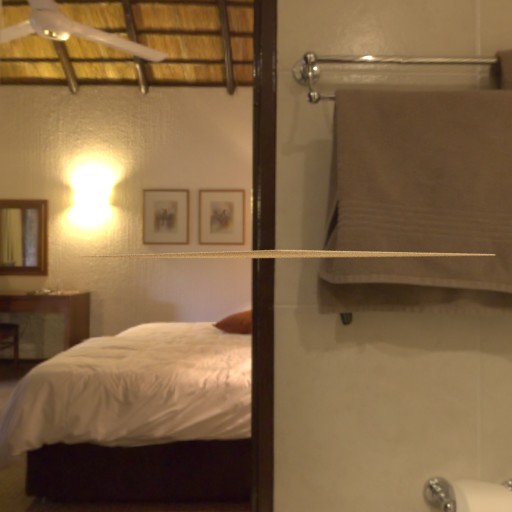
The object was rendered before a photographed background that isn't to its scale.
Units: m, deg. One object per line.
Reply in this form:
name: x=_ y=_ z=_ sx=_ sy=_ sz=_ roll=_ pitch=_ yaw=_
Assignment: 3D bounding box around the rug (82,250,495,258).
rug: x=0.000 y=0.000 z=2.299 sx=1.234 sy=0.006 sz=1.850 roll=1 pitch=-1 yaw=-37
